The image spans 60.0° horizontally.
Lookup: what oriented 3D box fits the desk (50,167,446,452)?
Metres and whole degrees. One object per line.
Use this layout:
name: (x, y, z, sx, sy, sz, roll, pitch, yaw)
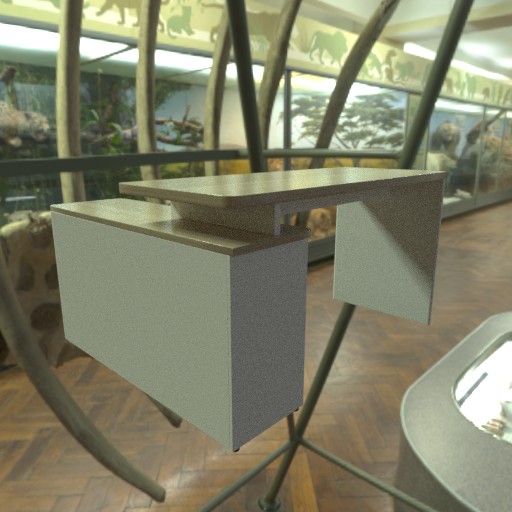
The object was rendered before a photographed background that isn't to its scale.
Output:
desk: (0.000, 0.000, 2.085, 1.175, 0.770, 1.400, 13, 19, 42)
